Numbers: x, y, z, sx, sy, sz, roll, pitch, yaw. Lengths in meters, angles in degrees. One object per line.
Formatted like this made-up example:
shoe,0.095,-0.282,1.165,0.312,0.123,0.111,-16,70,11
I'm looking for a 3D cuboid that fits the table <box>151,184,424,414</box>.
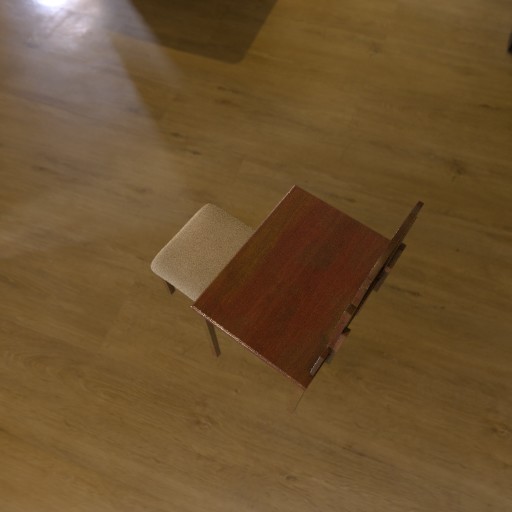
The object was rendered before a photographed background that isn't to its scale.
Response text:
table,0.000,0.000,2.299,1.211,1.631,0.876,33,68,16
